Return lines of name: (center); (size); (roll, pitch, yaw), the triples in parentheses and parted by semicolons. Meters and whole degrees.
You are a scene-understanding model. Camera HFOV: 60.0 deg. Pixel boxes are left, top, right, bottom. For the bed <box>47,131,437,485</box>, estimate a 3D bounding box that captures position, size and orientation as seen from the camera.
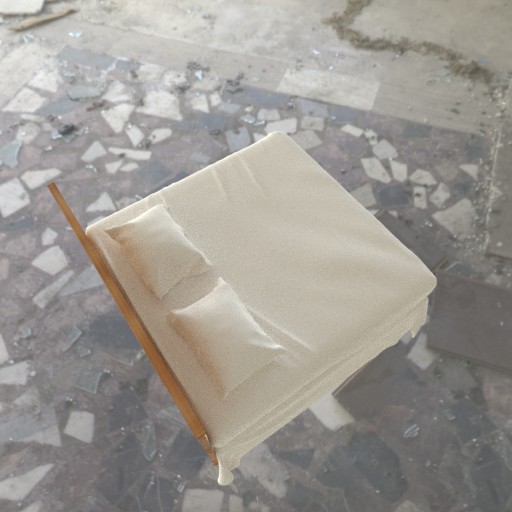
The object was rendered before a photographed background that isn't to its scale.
bed: (0.000, 0.000, 3.490); (2.215, 1.270, 2.317); (-31, 63, -18)
